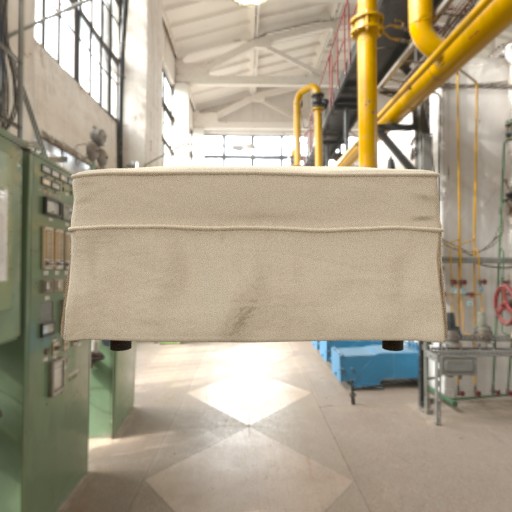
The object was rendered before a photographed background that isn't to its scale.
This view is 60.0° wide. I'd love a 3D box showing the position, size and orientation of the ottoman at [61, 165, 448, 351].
[{"bbox_3d":[0.000,0.000,1.368,0.944,0.479,0.703,0,-1,0],"label":"ottoman"}]
